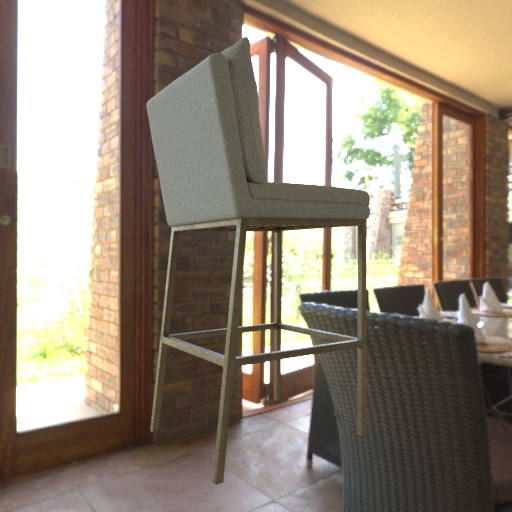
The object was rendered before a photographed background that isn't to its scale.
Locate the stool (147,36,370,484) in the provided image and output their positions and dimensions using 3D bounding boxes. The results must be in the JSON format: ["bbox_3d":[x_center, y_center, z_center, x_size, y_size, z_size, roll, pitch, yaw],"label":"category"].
[{"bbox_3d":[0.000,0.000,1.409,0.572,1.125,0.463,0,-1,-36],"label":"stool"}]
